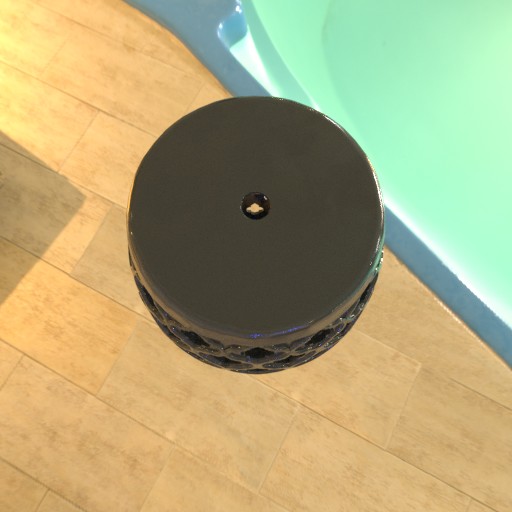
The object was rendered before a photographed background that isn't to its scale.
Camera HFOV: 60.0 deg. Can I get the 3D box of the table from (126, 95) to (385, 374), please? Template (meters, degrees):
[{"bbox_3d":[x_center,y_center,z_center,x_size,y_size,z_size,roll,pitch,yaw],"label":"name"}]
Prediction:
[{"bbox_3d":[0.000,0.000,0.629,0.325,0.388,0.325,0,75,0],"label":"table"}]
